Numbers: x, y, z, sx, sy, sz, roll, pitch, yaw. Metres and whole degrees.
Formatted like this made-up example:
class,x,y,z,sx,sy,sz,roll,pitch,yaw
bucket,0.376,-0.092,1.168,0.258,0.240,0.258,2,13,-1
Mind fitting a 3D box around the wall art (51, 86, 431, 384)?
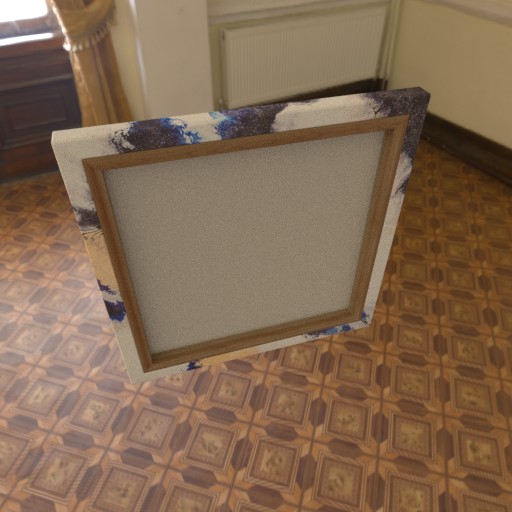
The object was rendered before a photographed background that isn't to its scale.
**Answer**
class,x,y,z,sx,sy,sz,roll,pitch,yaw
wall art,0.000,0.000,0.898,0.609,0.609,0.039,-11,43,-12
